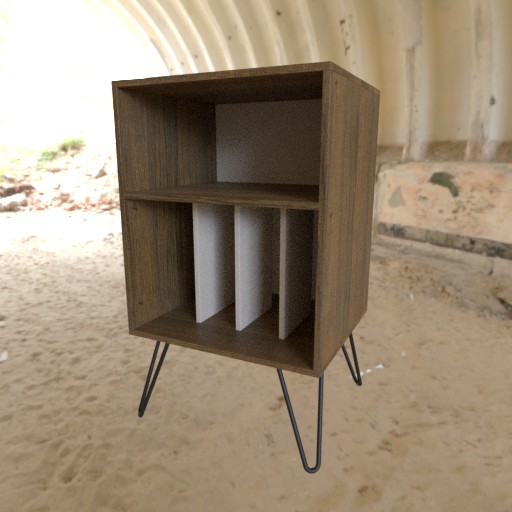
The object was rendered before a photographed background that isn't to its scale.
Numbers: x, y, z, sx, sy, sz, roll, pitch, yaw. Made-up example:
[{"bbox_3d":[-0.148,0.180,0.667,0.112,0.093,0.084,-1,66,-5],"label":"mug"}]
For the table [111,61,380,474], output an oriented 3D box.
[{"bbox_3d":[0.000,0.000,1.199,0.526,0.866,0.457,6,15,25],"label":"table"}]
